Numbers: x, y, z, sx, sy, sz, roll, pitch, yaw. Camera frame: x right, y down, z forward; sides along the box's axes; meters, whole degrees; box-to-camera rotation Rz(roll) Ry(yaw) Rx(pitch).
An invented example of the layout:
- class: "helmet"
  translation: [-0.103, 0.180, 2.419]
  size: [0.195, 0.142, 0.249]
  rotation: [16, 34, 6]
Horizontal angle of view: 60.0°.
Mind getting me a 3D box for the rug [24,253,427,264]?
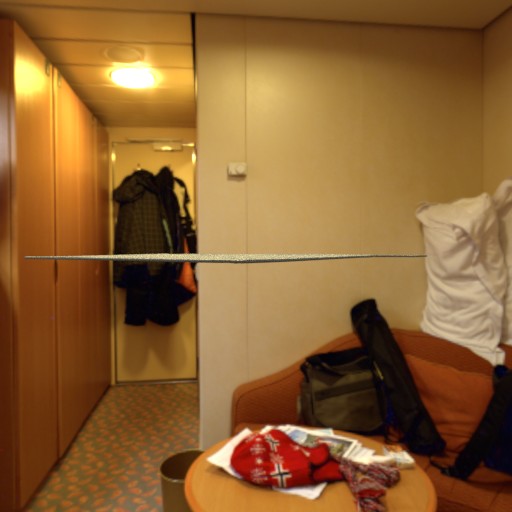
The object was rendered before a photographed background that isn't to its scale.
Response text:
- class: "rug"
  translation: [0.000, 0.000, 3.027]
  size: [1.624, 0.030, 2.349]
  rotation: [0, 1, 37]
